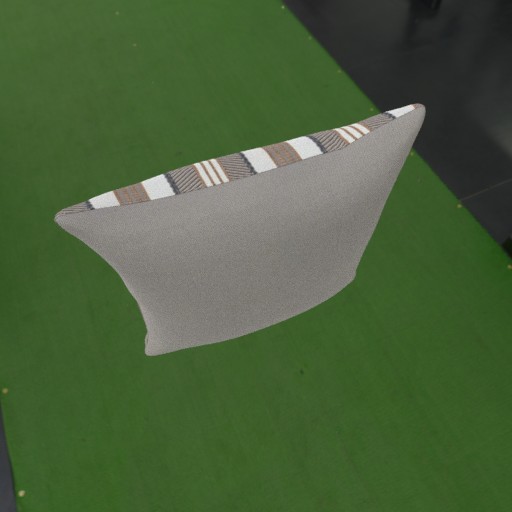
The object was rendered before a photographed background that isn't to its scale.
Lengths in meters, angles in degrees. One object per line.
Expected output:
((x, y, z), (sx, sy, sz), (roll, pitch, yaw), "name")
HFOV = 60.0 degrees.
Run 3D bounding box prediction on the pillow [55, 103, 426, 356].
((0.000, 0.000, 0.630), (0.416, 0.401, 0.173), (-19, 60, -11), "pillow")
